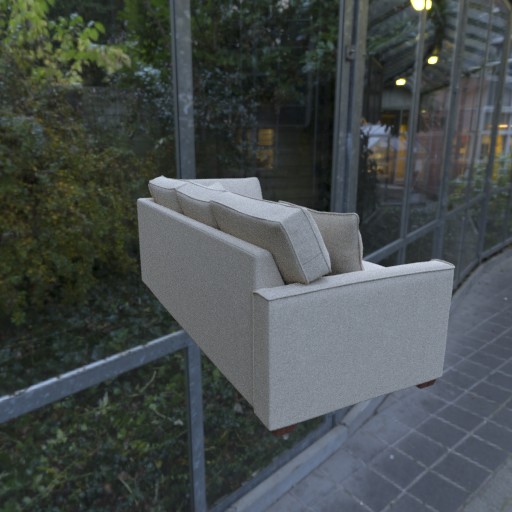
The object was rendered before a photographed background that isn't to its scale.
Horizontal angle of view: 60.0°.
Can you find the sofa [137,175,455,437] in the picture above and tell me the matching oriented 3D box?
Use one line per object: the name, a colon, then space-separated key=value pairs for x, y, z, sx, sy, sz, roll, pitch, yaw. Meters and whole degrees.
sofa: x=0.000 y=0.000 z=2.915 sx=1.061 sy=0.962 sz=2.317 roll=-7 pitch=15 yaw=-26
